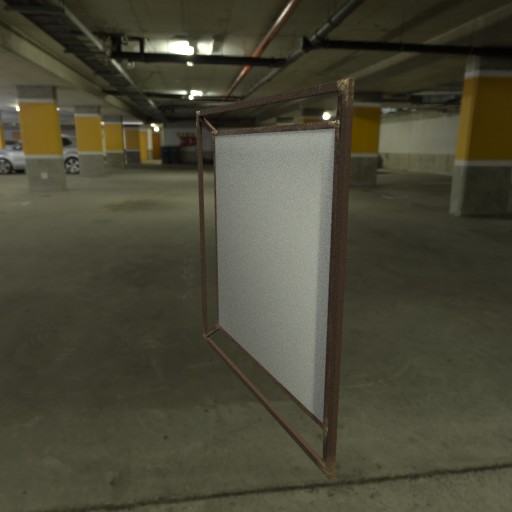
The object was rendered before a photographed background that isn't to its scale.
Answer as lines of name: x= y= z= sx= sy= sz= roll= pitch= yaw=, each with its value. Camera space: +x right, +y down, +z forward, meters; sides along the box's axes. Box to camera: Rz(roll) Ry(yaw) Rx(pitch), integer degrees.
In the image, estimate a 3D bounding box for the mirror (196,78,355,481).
mirror: x=0.000 y=0.000 z=0.916 sx=0.032 sy=0.610 sz=0.610 roll=-7 pitch=15 yaw=-25
